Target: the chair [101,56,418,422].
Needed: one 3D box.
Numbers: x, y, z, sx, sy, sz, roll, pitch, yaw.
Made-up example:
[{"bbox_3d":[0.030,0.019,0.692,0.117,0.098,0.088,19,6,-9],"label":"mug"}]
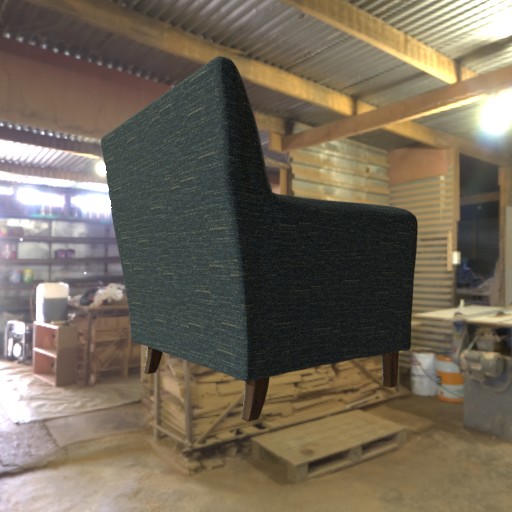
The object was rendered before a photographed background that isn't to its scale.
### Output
[{"bbox_3d":[0.000,0.000,1.630,0.873,0.928,0.864,1,-2,-37],"label":"chair"}]
